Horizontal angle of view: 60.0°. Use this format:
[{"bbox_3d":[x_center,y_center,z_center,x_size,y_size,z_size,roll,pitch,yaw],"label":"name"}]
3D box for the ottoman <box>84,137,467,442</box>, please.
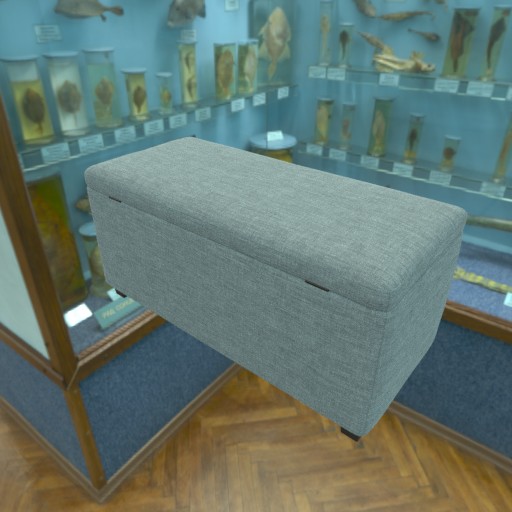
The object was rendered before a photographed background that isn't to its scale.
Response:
[{"bbox_3d":[0.000,0.000,1.169,0.902,0.432,0.419,23,38,33],"label":"ottoman"}]
